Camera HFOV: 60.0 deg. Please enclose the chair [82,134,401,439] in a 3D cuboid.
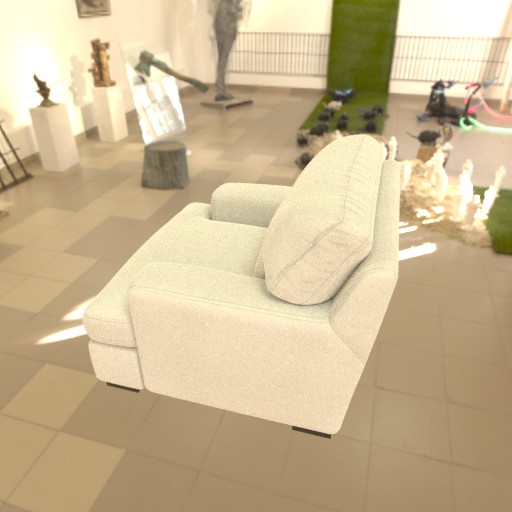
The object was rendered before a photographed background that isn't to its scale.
[{"bbox_3d":[0.000,0.000,2.010,1.158,0.930,1.140,8,32,14],"label":"chair"}]
